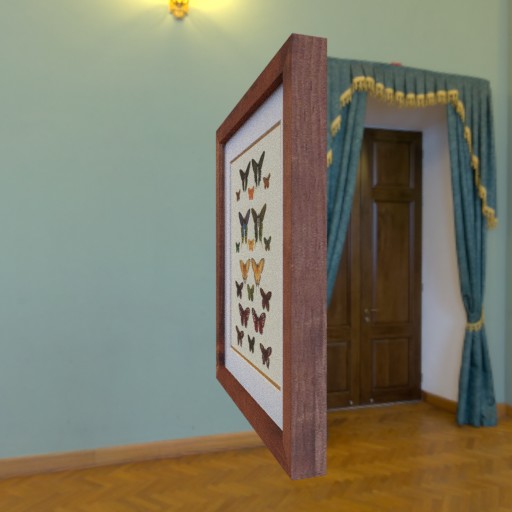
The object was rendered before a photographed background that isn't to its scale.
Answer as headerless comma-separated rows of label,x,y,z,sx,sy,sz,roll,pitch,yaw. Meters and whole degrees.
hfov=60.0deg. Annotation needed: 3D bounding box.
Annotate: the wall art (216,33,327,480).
wall art,0.000,0.000,0.631,0.039,0.449,0.377,0,1,-17
